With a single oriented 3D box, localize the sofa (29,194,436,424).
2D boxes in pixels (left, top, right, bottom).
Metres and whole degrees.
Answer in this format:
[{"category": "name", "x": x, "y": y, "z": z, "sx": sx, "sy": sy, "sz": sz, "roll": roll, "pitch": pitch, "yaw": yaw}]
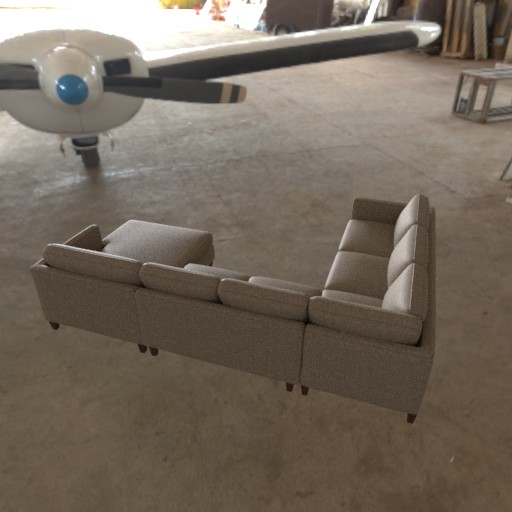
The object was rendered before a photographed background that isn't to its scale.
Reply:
[{"category": "sofa", "x": 0.000, "y": 0.000, "z": 4.547, "sx": 3.403, "sy": 0.889, "sz": 2.551, "roll": 10, "pitch": 33, "yaw": 16}]
